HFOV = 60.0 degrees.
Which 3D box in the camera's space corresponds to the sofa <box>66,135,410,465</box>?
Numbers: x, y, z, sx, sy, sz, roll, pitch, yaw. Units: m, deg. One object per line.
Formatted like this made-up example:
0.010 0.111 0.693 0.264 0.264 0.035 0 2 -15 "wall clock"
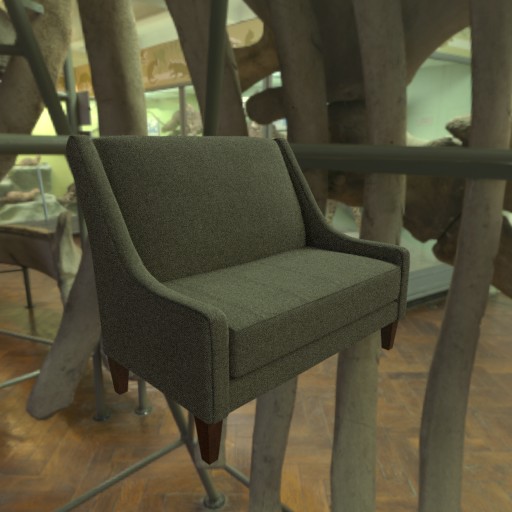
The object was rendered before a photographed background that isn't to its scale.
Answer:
0.000 0.000 1.931 0.870 1.021 1.242 14 20 43 "sofa"
